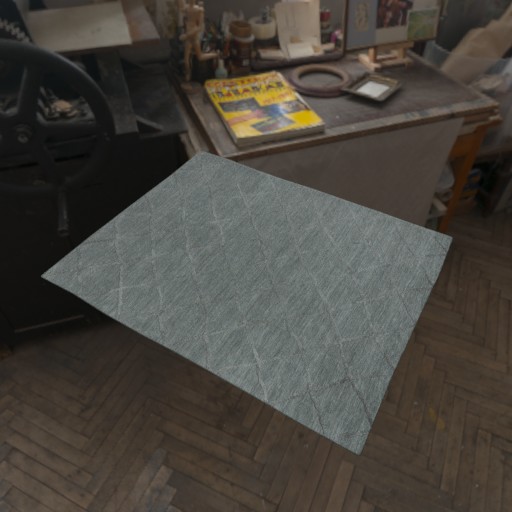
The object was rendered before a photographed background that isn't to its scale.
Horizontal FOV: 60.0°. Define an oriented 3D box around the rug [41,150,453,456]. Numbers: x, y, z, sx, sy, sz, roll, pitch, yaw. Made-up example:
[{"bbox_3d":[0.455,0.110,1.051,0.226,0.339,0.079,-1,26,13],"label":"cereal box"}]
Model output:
[{"bbox_3d":[0.000,0.000,4.126,3.048,0.013,2.438,23,50,21],"label":"rug"}]
